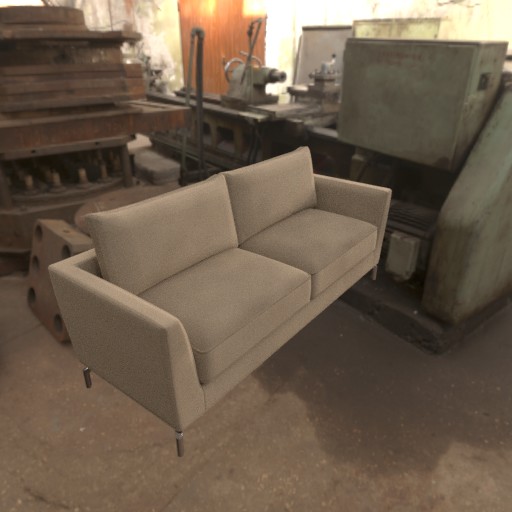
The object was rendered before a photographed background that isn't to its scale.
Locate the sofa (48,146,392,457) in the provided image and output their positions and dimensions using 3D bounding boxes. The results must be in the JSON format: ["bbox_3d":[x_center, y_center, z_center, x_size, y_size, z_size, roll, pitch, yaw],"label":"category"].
[{"bbox_3d":[0.000,0.000,2.795,0.868,1.005,2.214,19,32,33],"label":"sofa"}]
